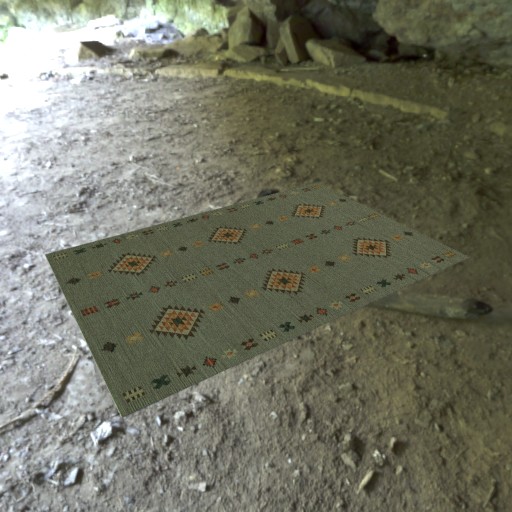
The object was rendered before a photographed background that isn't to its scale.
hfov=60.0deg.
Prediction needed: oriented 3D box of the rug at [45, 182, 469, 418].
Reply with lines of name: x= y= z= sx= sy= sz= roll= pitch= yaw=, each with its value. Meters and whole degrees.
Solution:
rug: x=0.000 y=0.000 z=2.282 sx=1.818 sy=0.005 sz=1.217 roll=-19 pitch=36 yaw=-28
